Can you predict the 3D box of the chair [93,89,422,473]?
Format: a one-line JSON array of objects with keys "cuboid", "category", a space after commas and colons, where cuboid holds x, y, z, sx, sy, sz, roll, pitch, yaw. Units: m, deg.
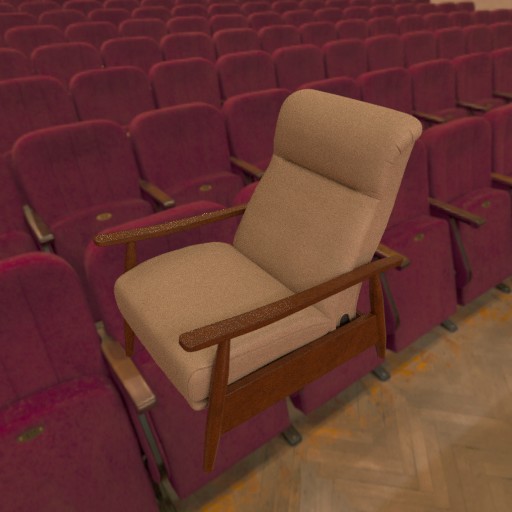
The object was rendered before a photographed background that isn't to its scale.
[{"cuboid": [0.000, 0.000, 1.768, 1.030, 1.082, 0.762, -21, 38, -30], "category": "chair"}]
